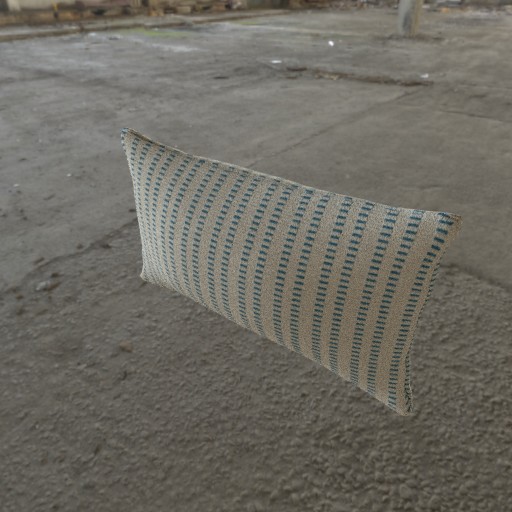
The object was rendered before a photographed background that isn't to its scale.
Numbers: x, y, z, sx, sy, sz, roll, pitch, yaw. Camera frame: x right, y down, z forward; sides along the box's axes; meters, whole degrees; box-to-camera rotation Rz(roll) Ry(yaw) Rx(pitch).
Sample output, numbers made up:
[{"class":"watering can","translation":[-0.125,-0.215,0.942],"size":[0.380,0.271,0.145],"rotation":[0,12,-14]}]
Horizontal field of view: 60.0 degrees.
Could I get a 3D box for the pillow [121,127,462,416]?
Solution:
[{"class":"pillow","translation":[0.000,0.000,0.788],"size":[0.640,0.353,0.210],"rotation":[22,38,31]}]
